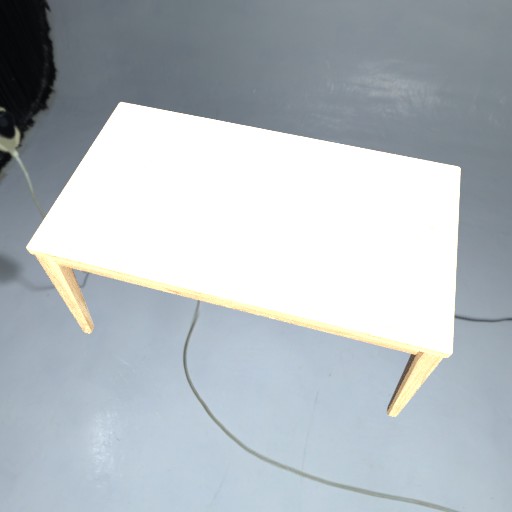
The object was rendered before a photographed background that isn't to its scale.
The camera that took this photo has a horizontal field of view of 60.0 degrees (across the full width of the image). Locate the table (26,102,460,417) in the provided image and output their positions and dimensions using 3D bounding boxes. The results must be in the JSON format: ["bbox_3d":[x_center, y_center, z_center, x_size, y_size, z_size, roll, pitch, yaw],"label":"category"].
[{"bbox_3d":[0.000,0.000,2.066,1.600,0.760,0.900,13,59,8],"label":"table"}]
